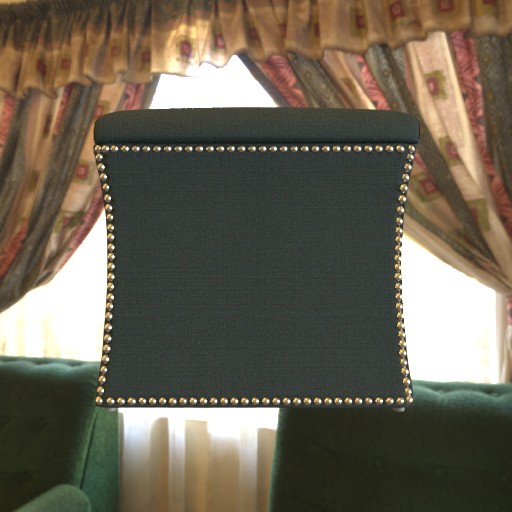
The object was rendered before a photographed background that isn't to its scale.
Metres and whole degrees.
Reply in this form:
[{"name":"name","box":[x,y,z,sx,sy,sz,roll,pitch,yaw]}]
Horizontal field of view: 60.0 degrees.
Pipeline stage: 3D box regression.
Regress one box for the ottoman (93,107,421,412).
[{"name":"ottoman","box":[0.000,0.000,0.887,0.507,0.475,0.497,0,-1,0]}]
